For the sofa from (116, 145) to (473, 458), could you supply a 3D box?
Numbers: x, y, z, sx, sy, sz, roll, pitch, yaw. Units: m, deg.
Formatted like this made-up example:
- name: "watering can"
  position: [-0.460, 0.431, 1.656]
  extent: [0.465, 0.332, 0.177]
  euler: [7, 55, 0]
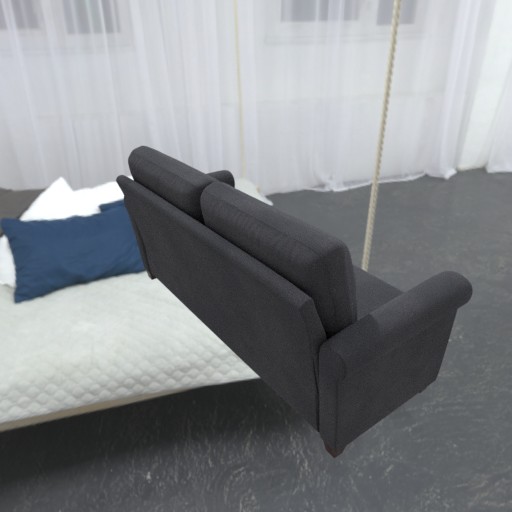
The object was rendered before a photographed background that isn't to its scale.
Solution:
- name: "sofa"
  position: [0.000, 0.000, 2.374]
  extent: [0.842, 0.942, 1.935]
  euler: [-19, 34, -32]
